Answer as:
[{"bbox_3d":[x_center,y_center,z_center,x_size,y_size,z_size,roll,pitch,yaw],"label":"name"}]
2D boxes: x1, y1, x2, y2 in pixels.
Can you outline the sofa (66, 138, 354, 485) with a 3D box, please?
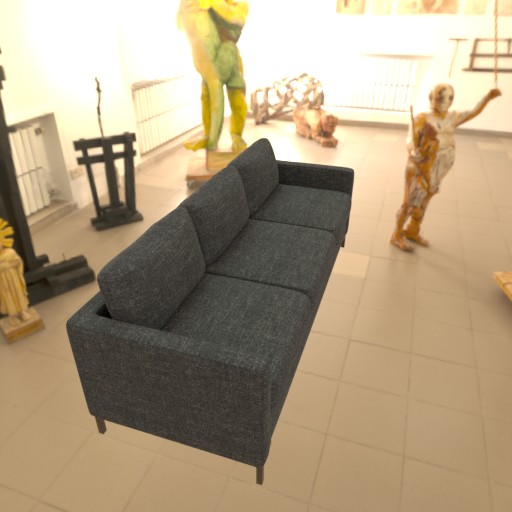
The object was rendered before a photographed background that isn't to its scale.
[{"bbox_3d":[0.000,0.000,2.635,0.859,0.874,2.218,10,32,16],"label":"sofa"}]
